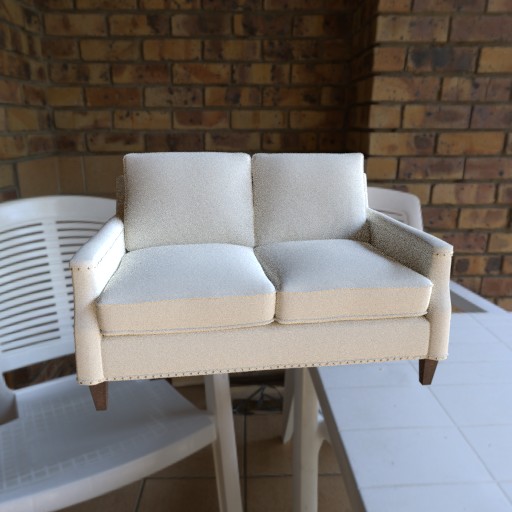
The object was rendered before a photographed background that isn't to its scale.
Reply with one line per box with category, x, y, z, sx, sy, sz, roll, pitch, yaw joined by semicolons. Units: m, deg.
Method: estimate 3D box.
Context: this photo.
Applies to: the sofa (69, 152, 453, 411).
sofa;0.000;0.000;2.265;1.597;1.003;1.084;-2;16;-7
